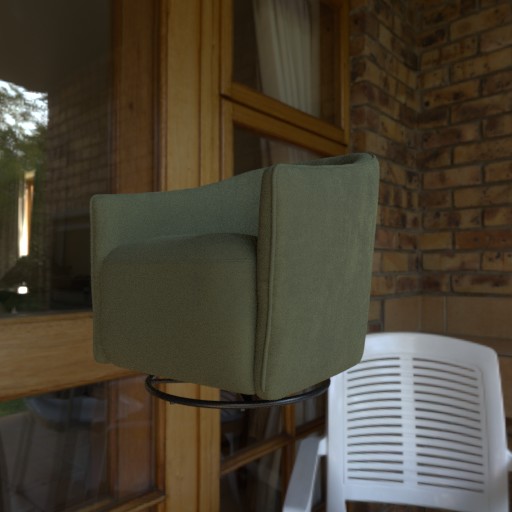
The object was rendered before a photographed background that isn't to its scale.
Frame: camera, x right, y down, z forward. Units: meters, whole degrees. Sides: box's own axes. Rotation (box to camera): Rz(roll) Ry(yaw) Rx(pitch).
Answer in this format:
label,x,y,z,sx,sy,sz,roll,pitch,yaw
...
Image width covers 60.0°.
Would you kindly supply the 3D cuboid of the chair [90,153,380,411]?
label,x,y,z,sx,sy,sz,roll,pitch,yaw
chair,0.000,0.000,1.481,0.747,0.799,0.875,-1,-2,36
